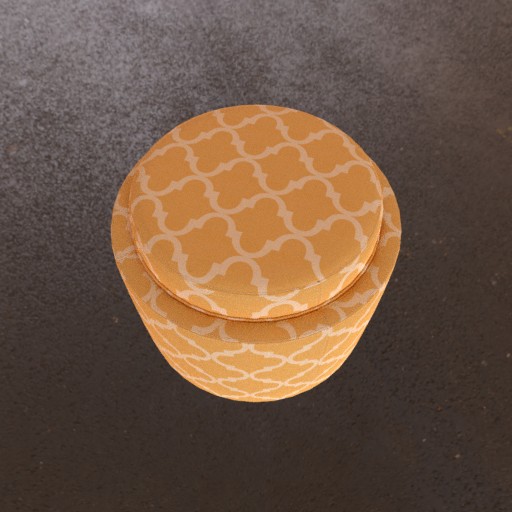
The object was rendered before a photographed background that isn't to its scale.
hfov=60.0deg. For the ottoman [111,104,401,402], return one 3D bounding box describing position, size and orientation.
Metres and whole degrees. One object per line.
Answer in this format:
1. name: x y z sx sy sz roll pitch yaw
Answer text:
1. ottoman: 0.000 0.000 0.848 0.480 0.429 0.480 0 57 0
